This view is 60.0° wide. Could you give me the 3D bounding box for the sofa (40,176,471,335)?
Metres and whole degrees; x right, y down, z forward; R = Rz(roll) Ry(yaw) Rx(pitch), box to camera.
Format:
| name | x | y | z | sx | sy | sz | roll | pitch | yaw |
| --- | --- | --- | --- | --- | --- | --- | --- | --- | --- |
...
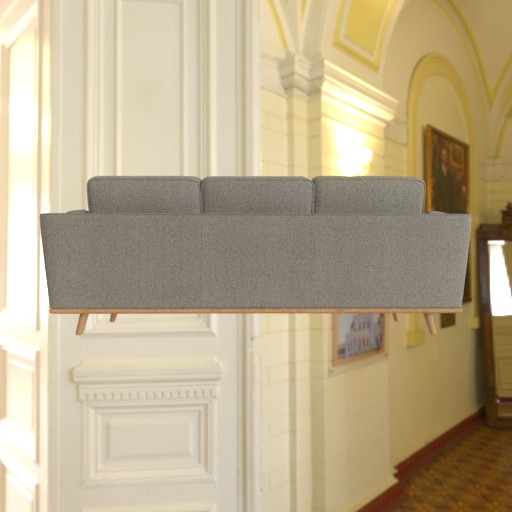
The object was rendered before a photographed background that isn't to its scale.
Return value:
| name | x | y | z | sx | sy | sz | roll | pitch | yaw |
| --- | --- | --- | --- | --- | --- | --- | --- | --- | --- |
| sofa | 0.000 | 0.000 | 2.800 | 2.362 | 0.899 | 0.903 | 0 | -2 | -1 |
